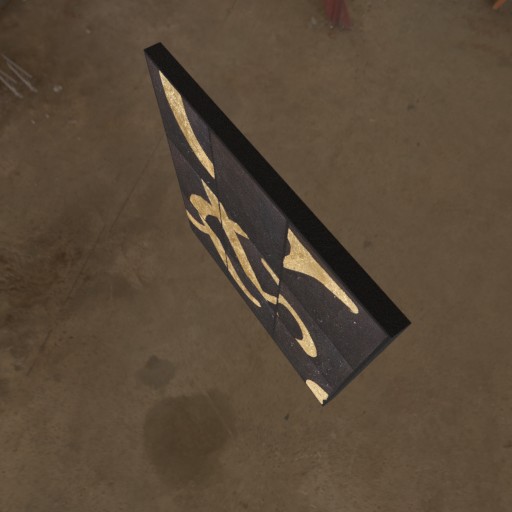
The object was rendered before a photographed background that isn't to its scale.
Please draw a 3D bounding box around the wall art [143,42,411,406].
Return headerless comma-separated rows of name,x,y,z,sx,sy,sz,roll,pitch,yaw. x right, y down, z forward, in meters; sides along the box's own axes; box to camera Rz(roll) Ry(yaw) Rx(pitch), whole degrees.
wall art,0.000,0.000,1.139,0.044,0.758,0.758,-32,68,-15
